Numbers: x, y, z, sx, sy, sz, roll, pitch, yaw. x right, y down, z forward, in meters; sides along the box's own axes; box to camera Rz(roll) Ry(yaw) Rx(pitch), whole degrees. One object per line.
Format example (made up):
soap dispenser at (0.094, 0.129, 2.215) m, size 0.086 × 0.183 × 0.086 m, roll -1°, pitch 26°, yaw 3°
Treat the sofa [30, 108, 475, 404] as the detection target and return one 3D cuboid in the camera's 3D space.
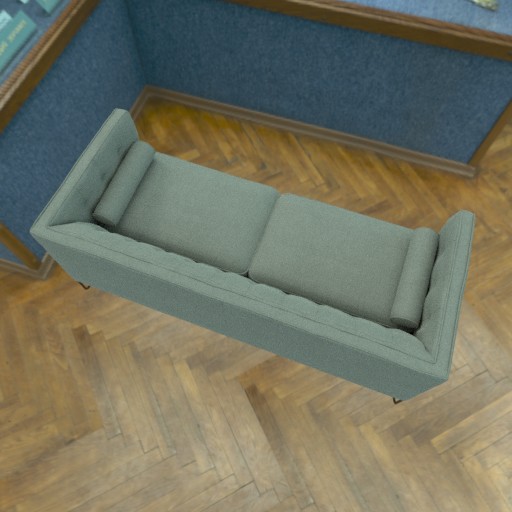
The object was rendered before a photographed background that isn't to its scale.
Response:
sofa at (0.000, 0.000, 2.544) m, size 2.079 × 0.798 × 0.912 m, roll 18°, pitch 65°, yaw 9°
